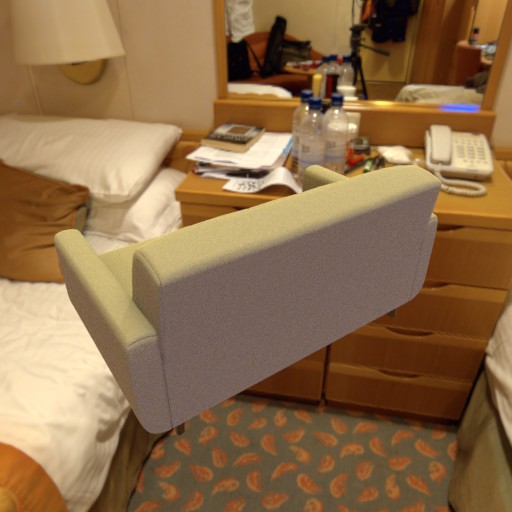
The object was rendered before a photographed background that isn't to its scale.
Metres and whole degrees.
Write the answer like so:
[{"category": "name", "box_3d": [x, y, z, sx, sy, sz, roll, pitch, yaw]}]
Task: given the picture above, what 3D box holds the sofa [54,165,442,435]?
[{"category": "sofa", "box_3d": [0.000, 0.000, 2.216, 1.655, 0.892, 0.980, -20, 37, -30]}]
